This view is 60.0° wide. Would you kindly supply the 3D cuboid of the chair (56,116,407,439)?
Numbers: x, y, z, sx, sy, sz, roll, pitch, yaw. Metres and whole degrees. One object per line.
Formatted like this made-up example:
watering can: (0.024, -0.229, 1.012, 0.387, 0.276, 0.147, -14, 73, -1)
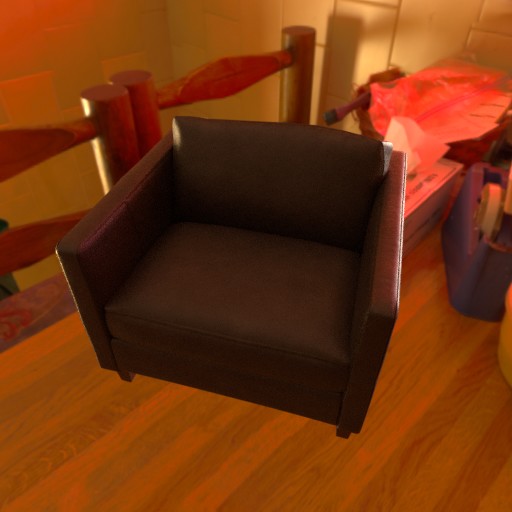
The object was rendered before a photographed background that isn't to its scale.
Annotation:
chair: (0.000, 0.000, 1.589, 0.939, 0.811, 0.862, 10, 42, 12)
